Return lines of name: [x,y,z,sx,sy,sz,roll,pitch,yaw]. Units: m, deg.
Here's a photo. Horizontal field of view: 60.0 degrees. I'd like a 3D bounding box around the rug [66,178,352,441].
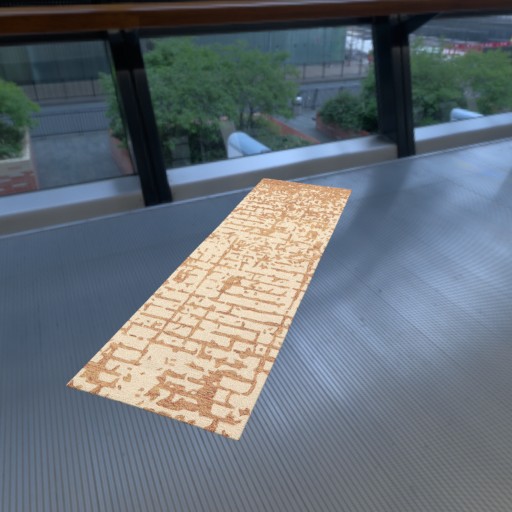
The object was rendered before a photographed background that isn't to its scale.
rug: [0.000,0.000,2.660,0.750,0.011,2.435,11,33,17]
